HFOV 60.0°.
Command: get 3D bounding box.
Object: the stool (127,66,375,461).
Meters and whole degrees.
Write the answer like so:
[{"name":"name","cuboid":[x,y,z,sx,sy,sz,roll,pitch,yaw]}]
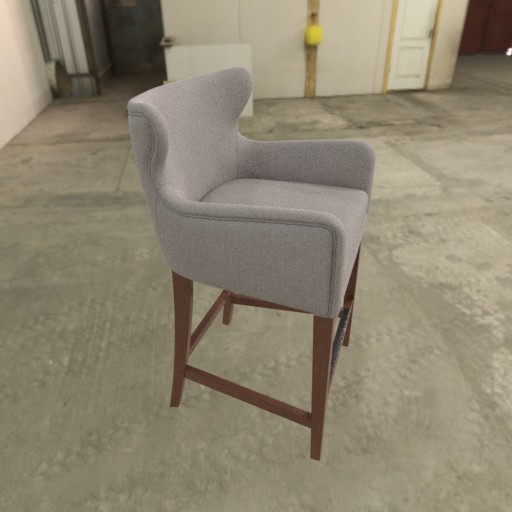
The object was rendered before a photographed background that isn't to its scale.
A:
[{"name":"stool","cuboid":[0.000,0.000,1.302,0.575,0.951,0.575,10,33,16]}]
